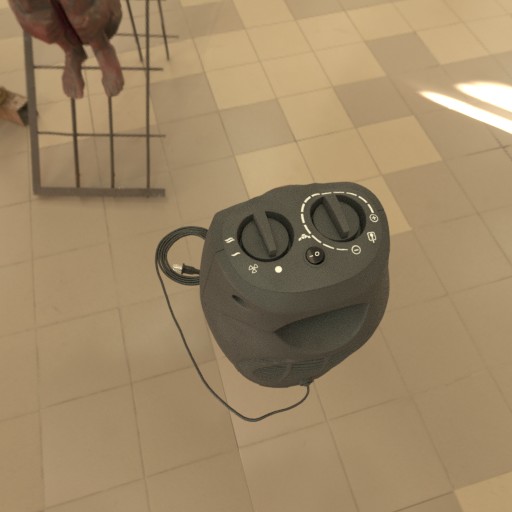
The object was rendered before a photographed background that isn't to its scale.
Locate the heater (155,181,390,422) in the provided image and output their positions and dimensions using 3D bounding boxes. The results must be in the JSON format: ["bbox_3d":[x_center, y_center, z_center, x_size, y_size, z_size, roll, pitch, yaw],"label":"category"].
[{"bbox_3d":[0.000,0.000,0.486,0.239,0.255,0.291,-14,61,-8],"label":"heater"}]
